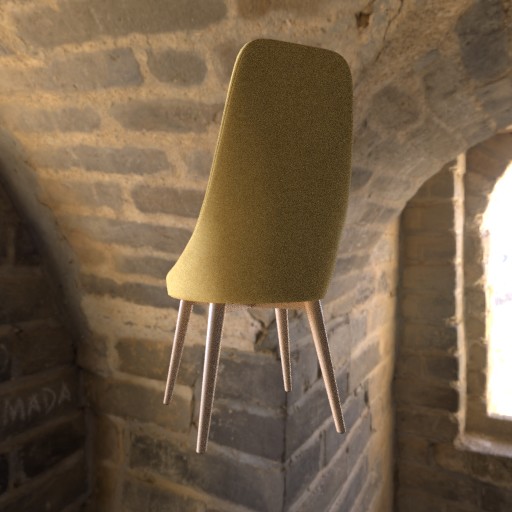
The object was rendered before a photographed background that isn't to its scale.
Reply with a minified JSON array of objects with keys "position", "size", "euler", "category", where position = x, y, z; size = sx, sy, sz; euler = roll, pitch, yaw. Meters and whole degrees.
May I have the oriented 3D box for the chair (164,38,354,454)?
[{"position":[0.000,0.000,1.387],"size":[0.510,1.040,0.660],"euler":[0,-1,-19],"category":"chair"}]
